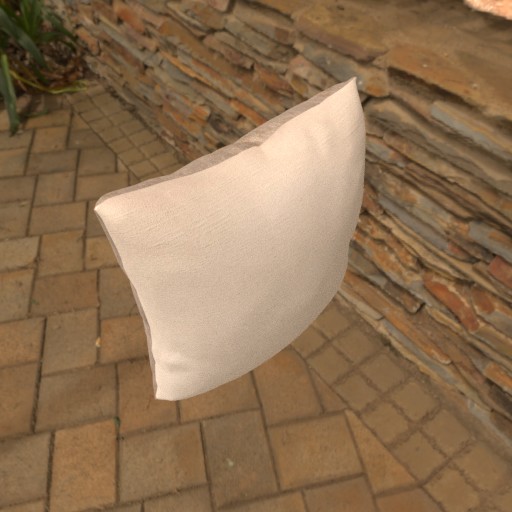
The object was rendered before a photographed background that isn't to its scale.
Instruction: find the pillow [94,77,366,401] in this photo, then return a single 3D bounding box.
[{"bbox_3d":[0.000,0.000,0.715,0.450,0.448,0.245,-33,55,-27],"label":"pillow"}]
